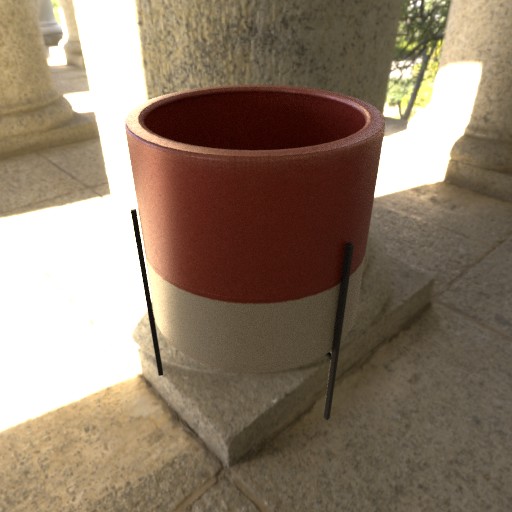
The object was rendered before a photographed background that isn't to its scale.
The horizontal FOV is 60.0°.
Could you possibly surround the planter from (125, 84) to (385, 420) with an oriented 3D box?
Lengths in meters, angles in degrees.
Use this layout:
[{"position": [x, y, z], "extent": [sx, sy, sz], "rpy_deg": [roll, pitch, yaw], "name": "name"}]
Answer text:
[{"position": [0.000, 0.000, 0.723], "extent": [0.345, 0.465, 0.354], "rpy_deg": [10, 34, 15], "name": "planter"}]
